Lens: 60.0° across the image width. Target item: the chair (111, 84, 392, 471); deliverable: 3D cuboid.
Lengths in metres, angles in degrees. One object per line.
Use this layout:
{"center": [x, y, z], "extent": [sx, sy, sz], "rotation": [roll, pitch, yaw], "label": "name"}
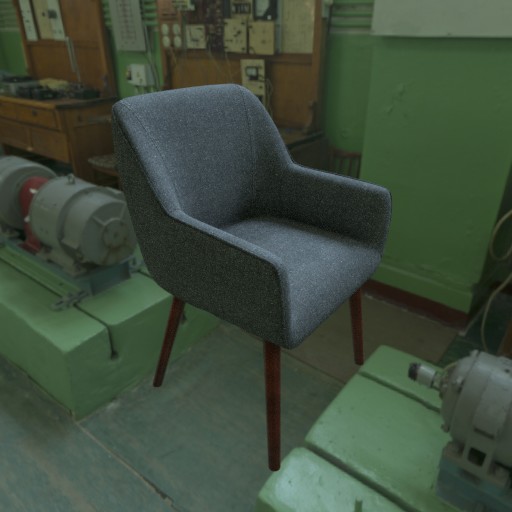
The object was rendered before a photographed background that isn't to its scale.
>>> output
{"center": [0.000, 0.000, 1.174], "extent": [0.519, 0.803, 0.543], "rotation": [19, 33, 32], "label": "chair"}
